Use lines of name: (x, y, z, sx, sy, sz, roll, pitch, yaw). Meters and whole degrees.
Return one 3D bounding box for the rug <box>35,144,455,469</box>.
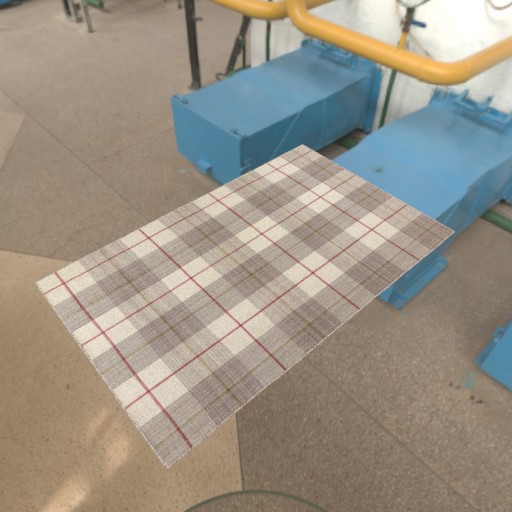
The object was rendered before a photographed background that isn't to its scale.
rug: (0.000, 0.000, 3.029, 2.464, 0.010, 1.549, -33, 55, -27)
